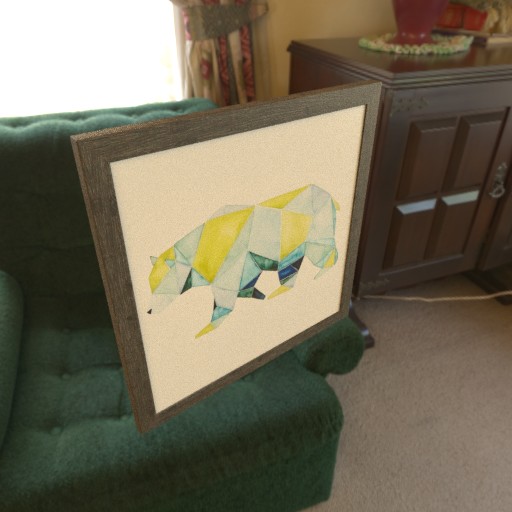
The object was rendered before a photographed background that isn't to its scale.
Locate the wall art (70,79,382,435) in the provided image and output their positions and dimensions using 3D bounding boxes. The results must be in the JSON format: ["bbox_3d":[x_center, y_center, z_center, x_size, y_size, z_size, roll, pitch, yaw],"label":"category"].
[{"bbox_3d":[0.000,0.000,0.683,0.462,0.459,0.027,-23,39,-31],"label":"wall art"}]
